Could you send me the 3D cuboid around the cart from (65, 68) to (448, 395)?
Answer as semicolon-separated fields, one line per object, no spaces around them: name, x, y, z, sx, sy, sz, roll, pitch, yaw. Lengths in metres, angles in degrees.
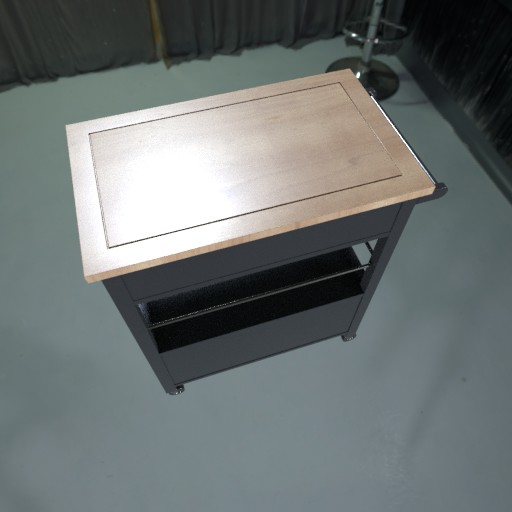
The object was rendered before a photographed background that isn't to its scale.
cart;0.000;0.000;1.417;0.840;0.901;0.459;-15;58;-10
